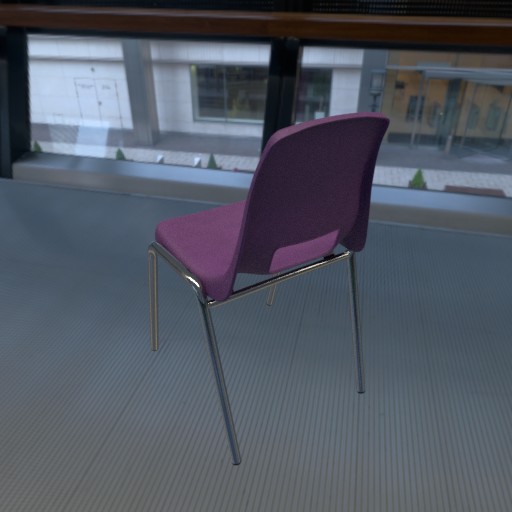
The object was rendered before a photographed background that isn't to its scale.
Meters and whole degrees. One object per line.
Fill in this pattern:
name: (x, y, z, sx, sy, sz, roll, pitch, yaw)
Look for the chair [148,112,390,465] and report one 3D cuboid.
chair: (0.000, 0.000, 0.926, 0.381, 0.654, 0.432, -18, 35, -28)
